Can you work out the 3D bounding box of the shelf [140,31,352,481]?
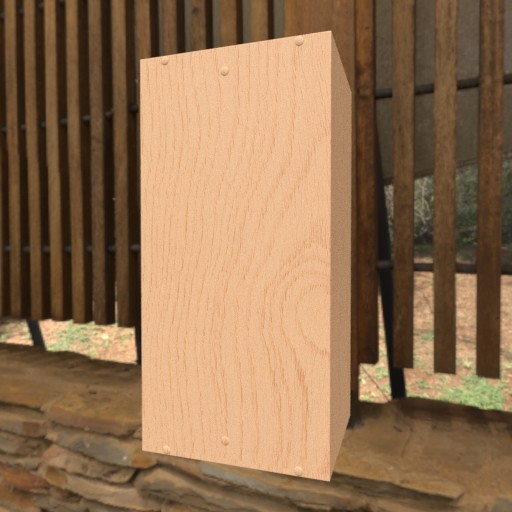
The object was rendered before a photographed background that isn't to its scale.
[{"bbox_3d":[0.000,0.000,0.752,0.290,0.600,0.250,0,1,18],"label":"shelf"}]
